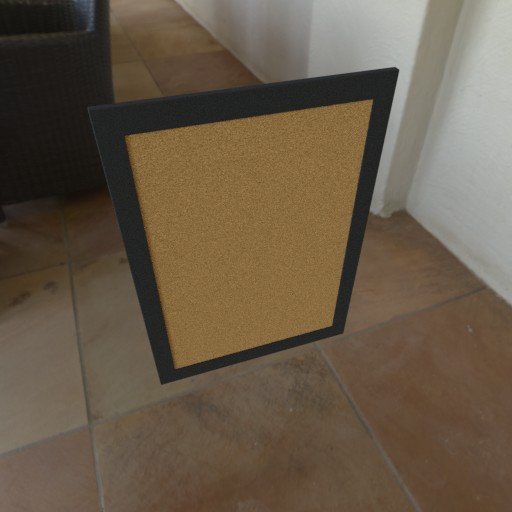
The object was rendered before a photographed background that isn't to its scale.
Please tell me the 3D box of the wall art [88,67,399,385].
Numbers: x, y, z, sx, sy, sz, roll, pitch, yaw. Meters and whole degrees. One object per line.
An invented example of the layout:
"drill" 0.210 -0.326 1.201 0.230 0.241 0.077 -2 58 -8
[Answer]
"wall art" 0.000 0.000 0.689 0.374 0.529 0.012 -13 44 -14
